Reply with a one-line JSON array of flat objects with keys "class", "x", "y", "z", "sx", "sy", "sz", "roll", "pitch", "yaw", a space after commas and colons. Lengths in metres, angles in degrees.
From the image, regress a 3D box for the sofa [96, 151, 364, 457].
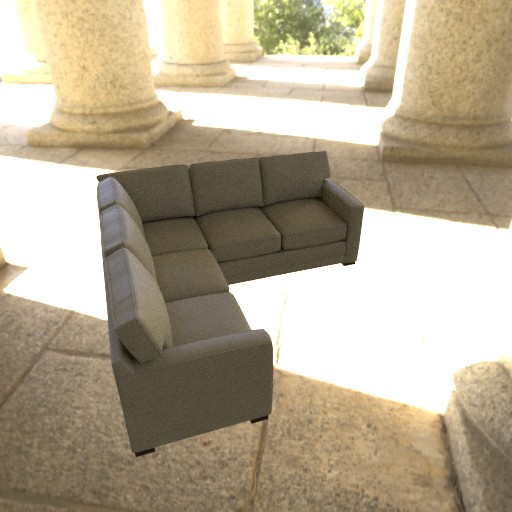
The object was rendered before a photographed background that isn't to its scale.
[{"class": "sofa", "x": 0.000, "y": 0.000, "z": 3.381, "sx": 2.211, "sy": 0.936, "sz": 2.188, "roll": -10, "pitch": 32, "yaw": -17}]
